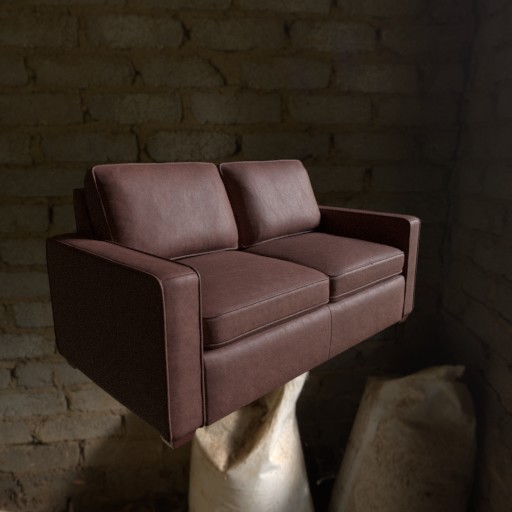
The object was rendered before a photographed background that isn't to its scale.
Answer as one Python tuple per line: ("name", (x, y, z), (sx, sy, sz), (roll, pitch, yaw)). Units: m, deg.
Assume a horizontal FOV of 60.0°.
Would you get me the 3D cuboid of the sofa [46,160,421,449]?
("sofa", (0.000, 0.000, 2.217), (1.709, 0.918, 0.947), (-13, 19, -43))
